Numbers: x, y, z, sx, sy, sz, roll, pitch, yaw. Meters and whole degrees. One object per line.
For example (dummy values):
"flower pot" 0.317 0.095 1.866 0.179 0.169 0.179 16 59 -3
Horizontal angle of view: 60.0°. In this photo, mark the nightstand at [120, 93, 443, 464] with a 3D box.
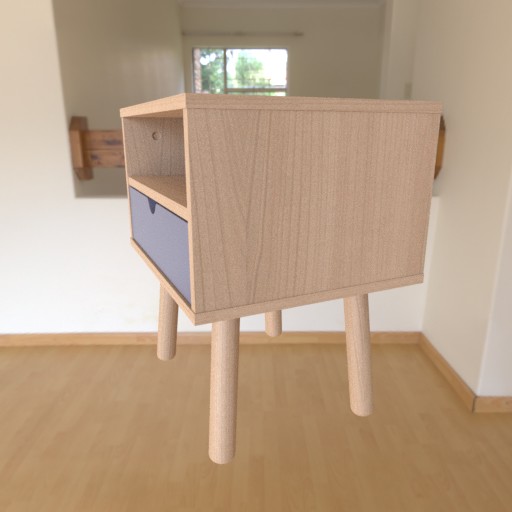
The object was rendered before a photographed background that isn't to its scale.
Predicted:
"nightstand" 0.000 0.000 0.825 0.380 0.530 0.450 -7 18 -24
